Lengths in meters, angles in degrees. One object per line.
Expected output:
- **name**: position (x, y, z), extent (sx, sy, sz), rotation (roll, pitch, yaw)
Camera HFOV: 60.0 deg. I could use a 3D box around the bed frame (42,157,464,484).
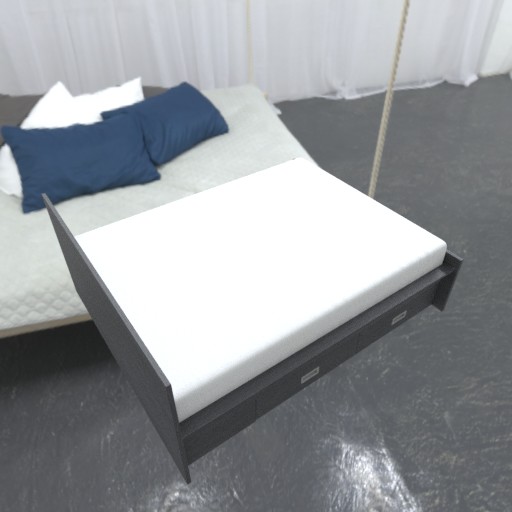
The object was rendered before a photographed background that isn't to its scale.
- **bed frame**: position (0.000, 0.000, 2.807), extent (1.960, 0.800, 1.622), rotation (-24, 45, -27)
